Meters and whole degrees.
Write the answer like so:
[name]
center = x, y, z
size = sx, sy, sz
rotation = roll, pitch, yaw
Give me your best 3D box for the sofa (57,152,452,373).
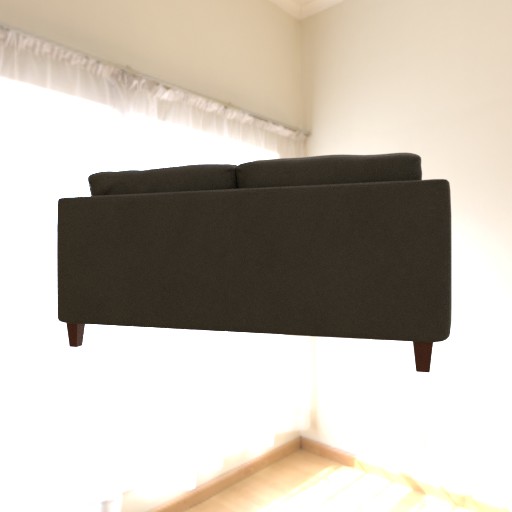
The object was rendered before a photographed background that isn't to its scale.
[sofa]
center = 0.000, 0.000, 2.429
size = 1.883, 0.933, 0.951
rotation = 0, 0, 17
